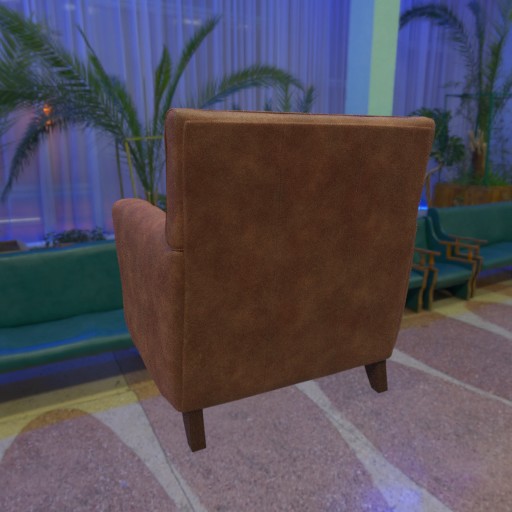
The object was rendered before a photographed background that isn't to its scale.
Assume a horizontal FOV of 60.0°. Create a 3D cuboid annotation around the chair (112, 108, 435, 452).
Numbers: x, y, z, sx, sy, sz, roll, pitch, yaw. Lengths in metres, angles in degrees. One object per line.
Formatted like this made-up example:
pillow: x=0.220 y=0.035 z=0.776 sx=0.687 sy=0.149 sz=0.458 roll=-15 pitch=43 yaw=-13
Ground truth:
chair: x=0.000 y=0.000 z=1.597 sx=0.870 sy=0.943 sz=0.823 roll=-7 pitch=16 yaw=-26
